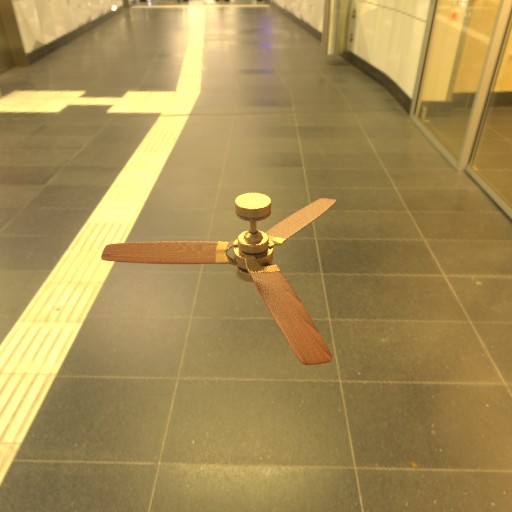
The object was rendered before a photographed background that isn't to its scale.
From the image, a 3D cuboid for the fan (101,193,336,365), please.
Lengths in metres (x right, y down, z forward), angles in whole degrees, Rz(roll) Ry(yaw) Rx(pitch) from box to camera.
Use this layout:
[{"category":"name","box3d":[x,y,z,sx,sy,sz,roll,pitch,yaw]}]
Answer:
[{"category":"fan","box3d":[0.000,0.000,2.093,1.416,0.425,1.271,-10,35,-15]}]
